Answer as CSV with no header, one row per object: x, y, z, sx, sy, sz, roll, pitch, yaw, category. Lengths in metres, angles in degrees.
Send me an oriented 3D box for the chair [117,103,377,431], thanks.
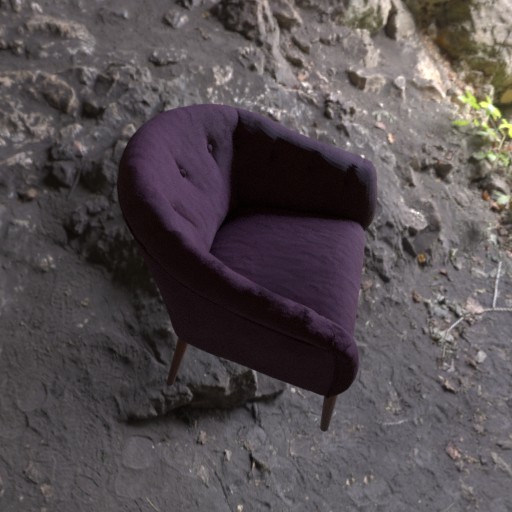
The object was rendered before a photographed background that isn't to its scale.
0.000,0.000,1.543,0.776,0.885,0.851,11,47,10,chair
